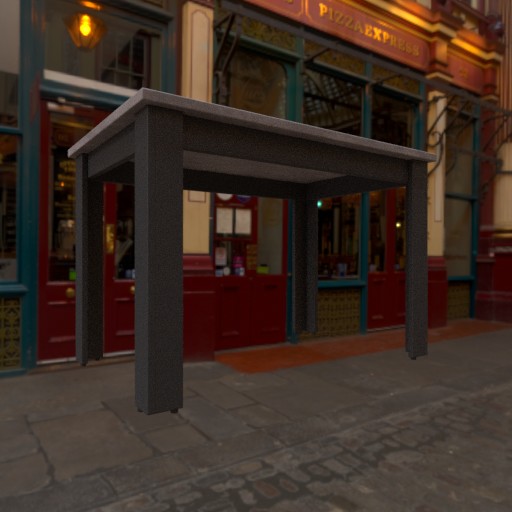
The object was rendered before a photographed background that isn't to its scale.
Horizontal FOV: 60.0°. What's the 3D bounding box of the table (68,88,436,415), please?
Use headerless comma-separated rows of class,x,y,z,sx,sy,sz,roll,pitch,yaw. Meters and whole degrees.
table,0.000,0.000,1.567,1.100,0.734,0.700,0,0,-35
